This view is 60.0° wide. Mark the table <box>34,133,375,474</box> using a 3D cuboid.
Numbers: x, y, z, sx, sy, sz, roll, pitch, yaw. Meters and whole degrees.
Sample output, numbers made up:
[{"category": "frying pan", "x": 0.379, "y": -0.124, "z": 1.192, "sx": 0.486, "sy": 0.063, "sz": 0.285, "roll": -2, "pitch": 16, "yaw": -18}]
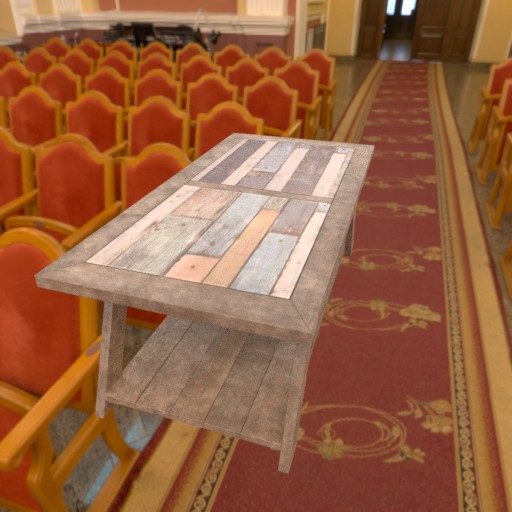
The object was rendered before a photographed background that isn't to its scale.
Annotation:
[{"category": "table", "x": 0.000, "y": 0.000, "z": 1.494, "sx": 0.610, "sy": 0.470, "sz": 1.219, "roll": 9, "pitch": 32, "yaw": 16}]
